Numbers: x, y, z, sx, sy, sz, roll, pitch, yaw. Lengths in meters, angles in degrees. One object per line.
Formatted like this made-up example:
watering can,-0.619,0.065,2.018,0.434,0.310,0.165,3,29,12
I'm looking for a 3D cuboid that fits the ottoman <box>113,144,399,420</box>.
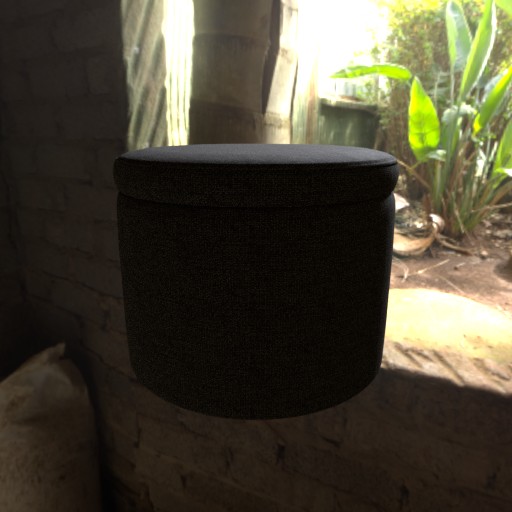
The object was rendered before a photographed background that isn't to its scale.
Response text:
ottoman,0.000,0.000,0.887,0.520,0.430,0.520,0,16,0
